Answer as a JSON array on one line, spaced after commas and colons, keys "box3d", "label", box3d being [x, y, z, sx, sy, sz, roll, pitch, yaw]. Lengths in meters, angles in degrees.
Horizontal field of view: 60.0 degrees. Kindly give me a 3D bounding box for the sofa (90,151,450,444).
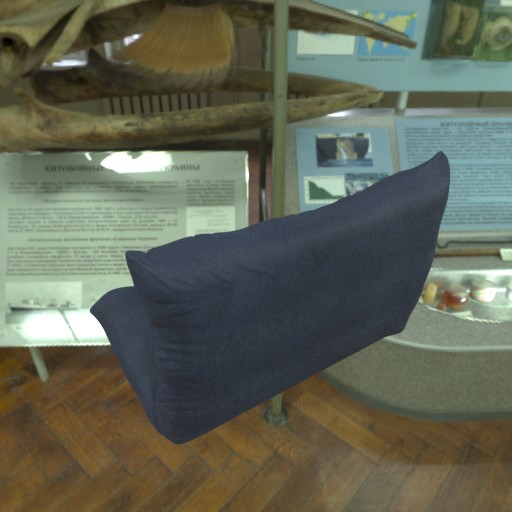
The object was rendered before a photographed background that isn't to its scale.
[{"box3d": [0.000, 0.000, 1.661, 1.122, 0.778, 0.849, -19, 37, -28], "label": "sofa"}]
